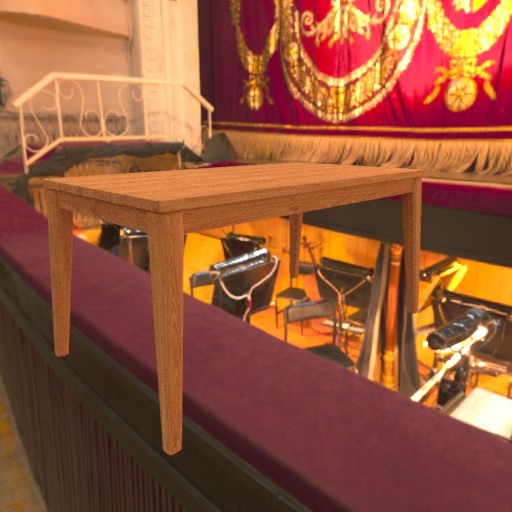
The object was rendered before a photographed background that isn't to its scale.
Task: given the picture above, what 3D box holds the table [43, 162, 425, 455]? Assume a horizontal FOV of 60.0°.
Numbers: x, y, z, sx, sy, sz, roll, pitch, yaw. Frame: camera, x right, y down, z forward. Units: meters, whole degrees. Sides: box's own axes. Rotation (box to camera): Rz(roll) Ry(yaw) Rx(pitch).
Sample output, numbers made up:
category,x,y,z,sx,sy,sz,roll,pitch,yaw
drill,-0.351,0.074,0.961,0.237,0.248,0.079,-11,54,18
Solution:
category,x,y,z,sx,sy,sz,roll,pitch,yaw
table,0.000,0.000,2.076,1.600,0.760,0.900,-15,21,-42
